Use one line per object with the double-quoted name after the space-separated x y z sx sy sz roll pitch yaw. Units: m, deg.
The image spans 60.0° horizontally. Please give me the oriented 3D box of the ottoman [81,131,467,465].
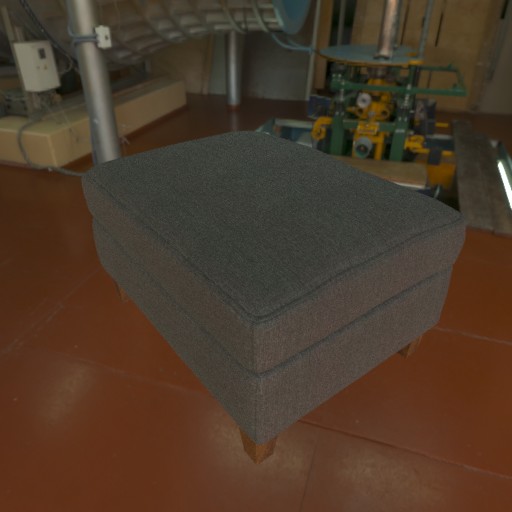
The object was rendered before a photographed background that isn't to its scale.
0.000 0.000 1.212 0.639 0.496 0.826 -22 39 -31 "ottoman"
